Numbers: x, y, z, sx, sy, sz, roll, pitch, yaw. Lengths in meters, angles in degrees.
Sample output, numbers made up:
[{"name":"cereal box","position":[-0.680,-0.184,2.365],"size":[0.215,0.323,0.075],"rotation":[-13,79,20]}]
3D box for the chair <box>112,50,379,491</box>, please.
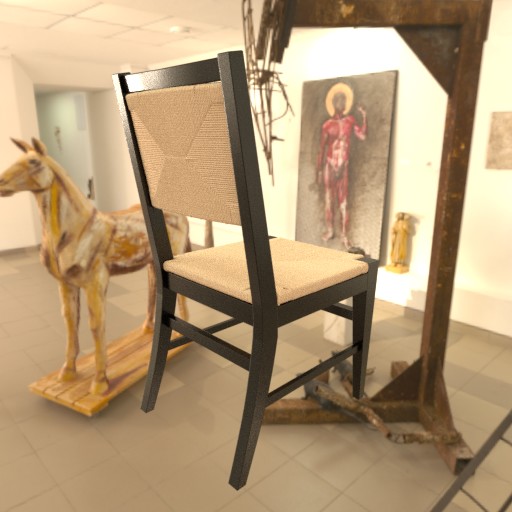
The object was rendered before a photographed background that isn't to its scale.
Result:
[{"name":"chair","position":[0.000,0.000,1.210],"size":[0.552,0.927,0.437],"rotation":[-14,21,-42]}]
